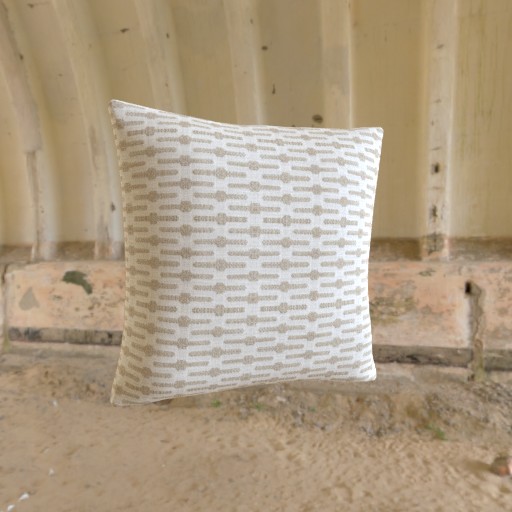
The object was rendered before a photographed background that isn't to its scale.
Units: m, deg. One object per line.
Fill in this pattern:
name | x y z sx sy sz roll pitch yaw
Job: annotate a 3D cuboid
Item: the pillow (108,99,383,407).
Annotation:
pillow | 0.000 0.000 0.786 0.496 0.491 0.219 0 1 -19
